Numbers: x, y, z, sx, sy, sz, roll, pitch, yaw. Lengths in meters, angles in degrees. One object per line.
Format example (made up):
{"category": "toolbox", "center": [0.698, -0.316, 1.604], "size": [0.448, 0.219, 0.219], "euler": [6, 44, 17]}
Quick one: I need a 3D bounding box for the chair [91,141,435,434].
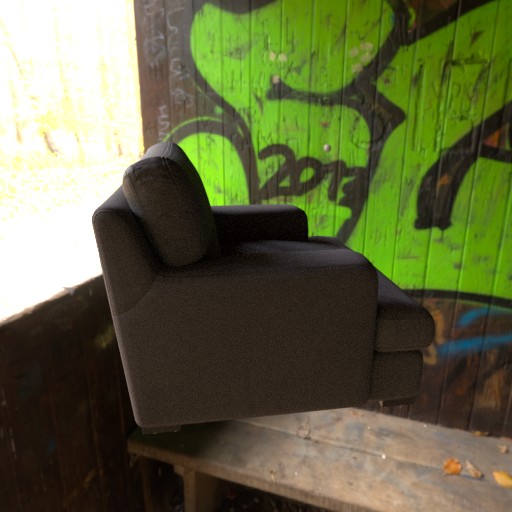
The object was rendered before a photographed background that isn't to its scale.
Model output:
{"category": "chair", "center": [0.000, 0.000, 1.955], "size": [1.143, 0.940, 1.168], "euler": [-3, 17, -9]}
